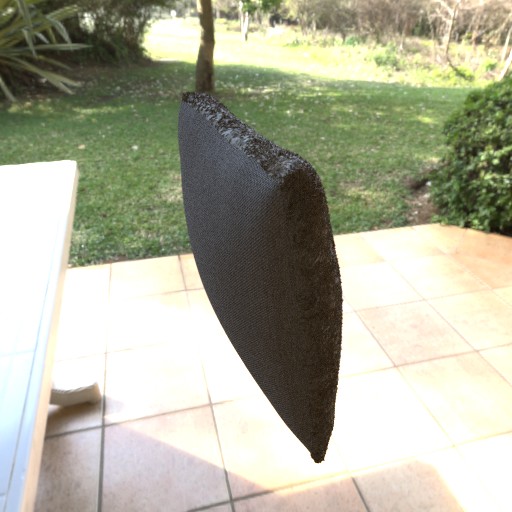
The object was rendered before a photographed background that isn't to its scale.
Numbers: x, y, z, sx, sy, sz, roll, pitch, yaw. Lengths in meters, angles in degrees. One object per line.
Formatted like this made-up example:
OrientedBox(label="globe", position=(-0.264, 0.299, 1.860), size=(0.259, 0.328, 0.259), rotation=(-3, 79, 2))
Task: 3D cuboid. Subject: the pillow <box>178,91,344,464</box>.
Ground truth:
OrientedBox(label="pillow", position=(0.000, 0.000, 0.801), size=(0.218, 0.515, 0.529), rotation=(-11, 32, -18))
